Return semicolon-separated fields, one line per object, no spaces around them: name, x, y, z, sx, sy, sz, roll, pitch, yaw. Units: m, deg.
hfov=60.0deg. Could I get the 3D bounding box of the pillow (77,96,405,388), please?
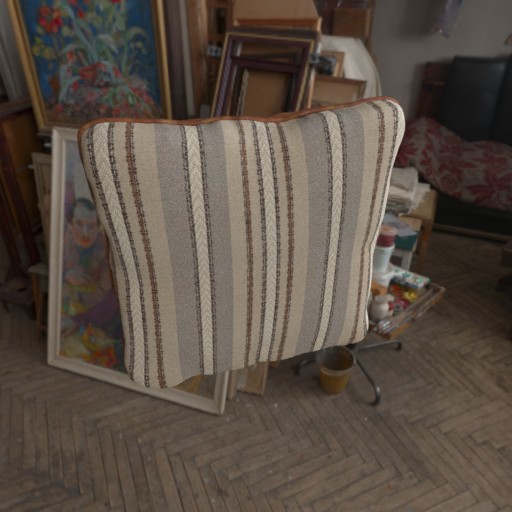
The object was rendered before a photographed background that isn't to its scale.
pillow;0.000;0.000;0.748;0.489;0.490;0.130;-9;33;-14
